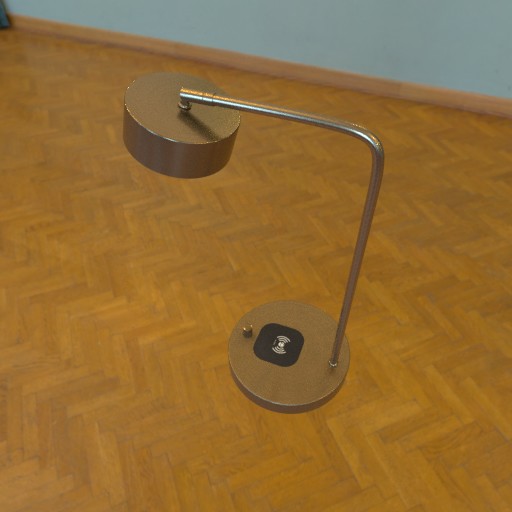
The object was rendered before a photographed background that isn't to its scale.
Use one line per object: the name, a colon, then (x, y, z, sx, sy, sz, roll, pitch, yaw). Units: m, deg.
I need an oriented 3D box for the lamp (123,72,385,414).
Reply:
lamp: (0.000, 0.000, 0.517, 0.270, 0.380, 0.171, 16, 48, 15)
